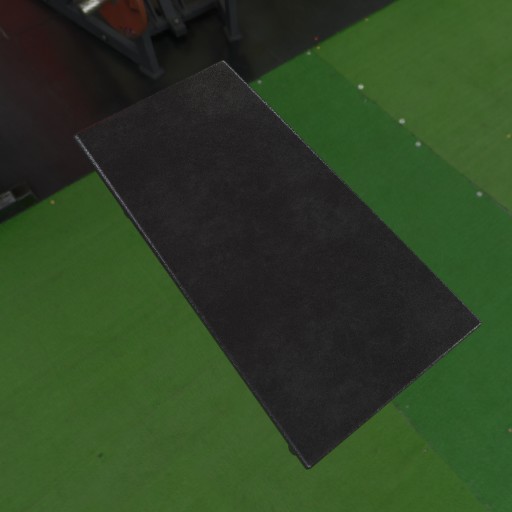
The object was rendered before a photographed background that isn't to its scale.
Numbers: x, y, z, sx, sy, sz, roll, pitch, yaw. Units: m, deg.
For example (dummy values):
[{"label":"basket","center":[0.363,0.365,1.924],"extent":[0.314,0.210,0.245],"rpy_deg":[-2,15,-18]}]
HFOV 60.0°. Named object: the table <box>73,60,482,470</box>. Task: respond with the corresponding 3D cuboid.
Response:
[{"label":"table","center":[0.000,0.000,1.468],"extent":[0.580,0.487,1.171],"rpy_deg":[-33,69,-15]}]
